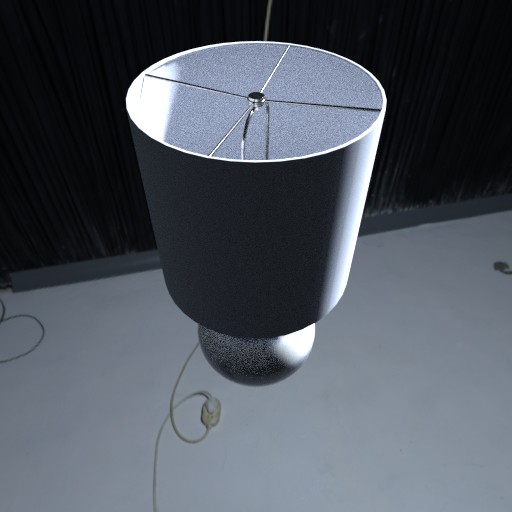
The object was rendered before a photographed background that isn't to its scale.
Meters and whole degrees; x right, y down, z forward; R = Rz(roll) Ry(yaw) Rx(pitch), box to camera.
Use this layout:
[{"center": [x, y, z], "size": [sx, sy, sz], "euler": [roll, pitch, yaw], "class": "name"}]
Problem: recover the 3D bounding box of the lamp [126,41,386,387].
[{"center": [0.000, 0.000, 0.520], "size": [0.216, 0.404, 0.216], "euler": [-8, 46, -8], "class": "lamp"}]
